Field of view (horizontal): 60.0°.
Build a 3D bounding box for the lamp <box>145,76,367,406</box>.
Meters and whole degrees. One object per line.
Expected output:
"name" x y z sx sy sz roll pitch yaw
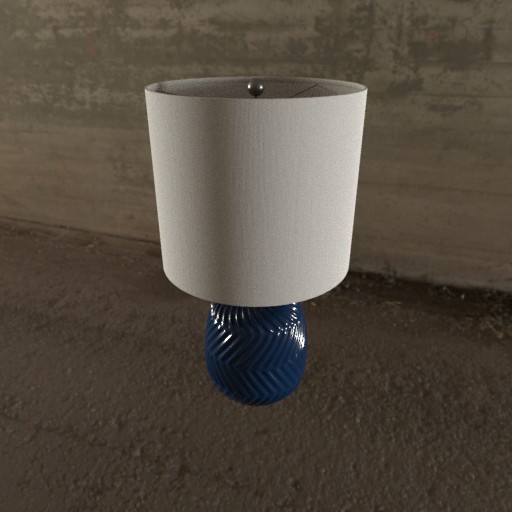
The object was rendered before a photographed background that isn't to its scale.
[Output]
"lamp" 0.000 0.000 0.493 0.203 0.368 0.203 -8 28 -17
